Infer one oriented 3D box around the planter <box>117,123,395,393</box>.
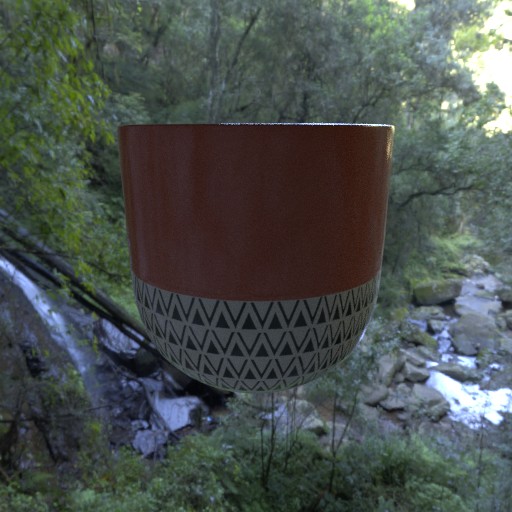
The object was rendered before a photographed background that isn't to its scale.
[{"bbox_3d":[0.000,0.000,0.479,0.266,0.270,0.266,0,16,0],"label":"planter"}]
